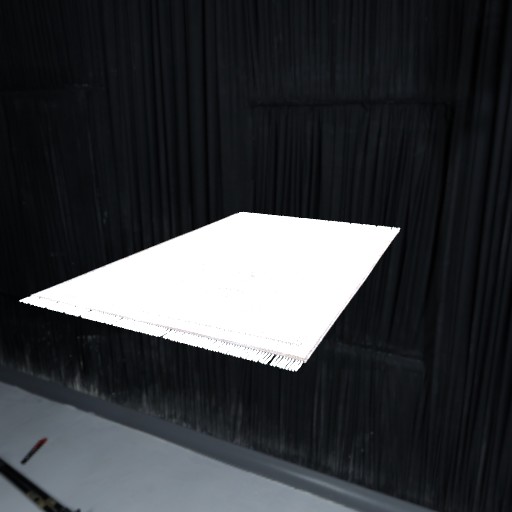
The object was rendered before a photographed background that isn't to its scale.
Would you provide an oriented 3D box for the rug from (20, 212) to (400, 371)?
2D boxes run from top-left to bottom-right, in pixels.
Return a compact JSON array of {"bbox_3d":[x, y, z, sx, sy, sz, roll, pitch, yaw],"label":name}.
[{"bbox_3d":[0.000,0.000,2.992,1.528,0.010,2.440,8,19,25],"label":"rug"}]
